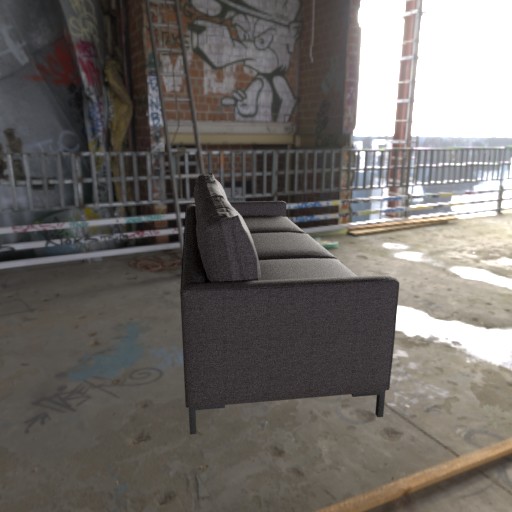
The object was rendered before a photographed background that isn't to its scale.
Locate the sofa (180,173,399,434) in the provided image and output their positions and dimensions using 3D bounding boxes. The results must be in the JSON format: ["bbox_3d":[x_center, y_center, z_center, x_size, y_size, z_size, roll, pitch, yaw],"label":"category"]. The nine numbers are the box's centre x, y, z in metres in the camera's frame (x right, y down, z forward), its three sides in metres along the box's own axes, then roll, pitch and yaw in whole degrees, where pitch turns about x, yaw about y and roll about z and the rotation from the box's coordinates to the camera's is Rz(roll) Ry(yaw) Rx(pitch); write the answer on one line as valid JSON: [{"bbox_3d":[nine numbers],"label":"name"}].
[{"bbox_3d":[0.000,0.000,2.775,0.876,0.882,2.253,-2,15,-8],"label":"sofa"}]
